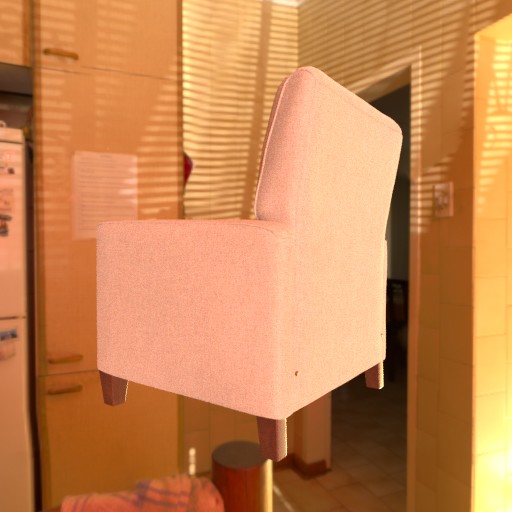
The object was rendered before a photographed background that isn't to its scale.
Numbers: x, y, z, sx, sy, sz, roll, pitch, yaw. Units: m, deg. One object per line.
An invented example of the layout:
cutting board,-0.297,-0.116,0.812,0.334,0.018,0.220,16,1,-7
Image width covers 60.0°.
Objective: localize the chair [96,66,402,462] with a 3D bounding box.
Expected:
chair,0.000,0.000,1.612,0.859,1.023,0.845,1,2,36
